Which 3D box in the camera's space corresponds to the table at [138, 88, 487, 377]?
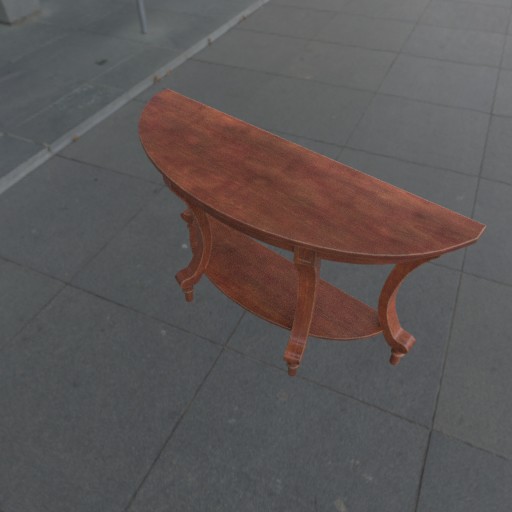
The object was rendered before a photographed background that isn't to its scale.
[{"bbox_3d":[0.000,0.000,1.536,1.198,0.699,0.394,31,53,27],"label":"table"}]
